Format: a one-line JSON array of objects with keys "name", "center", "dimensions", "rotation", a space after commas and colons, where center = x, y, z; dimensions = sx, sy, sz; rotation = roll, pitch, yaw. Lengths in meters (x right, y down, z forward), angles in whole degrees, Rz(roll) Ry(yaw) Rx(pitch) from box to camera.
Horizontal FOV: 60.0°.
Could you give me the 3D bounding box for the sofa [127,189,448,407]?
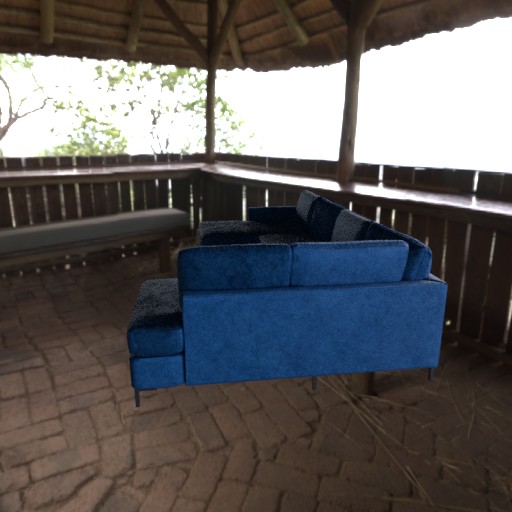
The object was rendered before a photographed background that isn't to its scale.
[{"name": "sofa", "center": [0.000, 0.000, 4.411], "dimensions": [2.055, 0.992, 3.434], "rotation": [-2, 15, -8]}]
